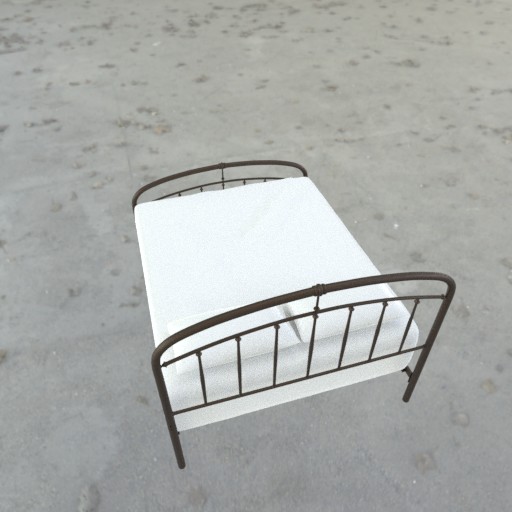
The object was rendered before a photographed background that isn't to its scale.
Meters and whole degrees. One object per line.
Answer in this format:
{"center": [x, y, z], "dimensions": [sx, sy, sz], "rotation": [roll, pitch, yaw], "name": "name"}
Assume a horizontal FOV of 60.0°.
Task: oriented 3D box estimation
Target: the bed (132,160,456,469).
{"center": [0.000, 0.000, 3.348], "dimensions": [1.711, 1.425, 2.180], "rotation": [-11, 43, -12], "name": "bed"}
